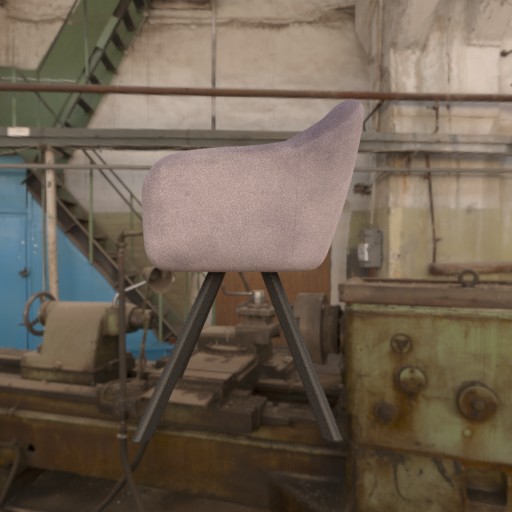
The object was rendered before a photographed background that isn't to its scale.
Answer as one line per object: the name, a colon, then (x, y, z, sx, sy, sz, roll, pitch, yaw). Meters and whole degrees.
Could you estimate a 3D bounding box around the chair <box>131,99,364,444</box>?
chair: (0.000, 0.000, 1.168, 0.540, 0.780, 0.570, 0, 2, -1)
